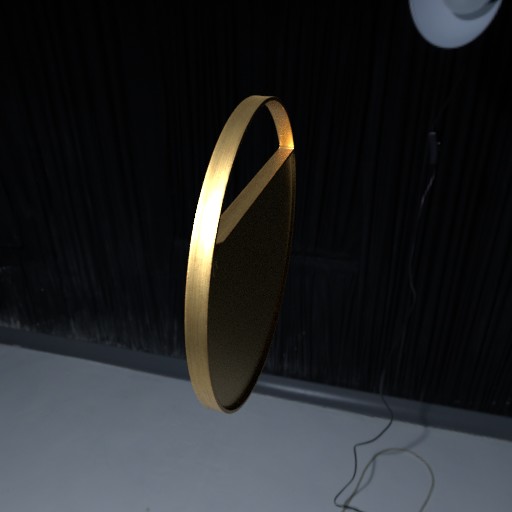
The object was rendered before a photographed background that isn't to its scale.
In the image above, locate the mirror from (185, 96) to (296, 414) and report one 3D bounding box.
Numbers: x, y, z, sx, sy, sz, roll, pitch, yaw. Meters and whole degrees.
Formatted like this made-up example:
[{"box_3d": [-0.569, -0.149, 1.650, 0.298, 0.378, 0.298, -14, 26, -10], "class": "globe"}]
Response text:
[{"box_3d": [0.000, 0.000, 0.832, 0.032, 0.565, 0.565, 8, 31, 14], "class": "mirror"}]
